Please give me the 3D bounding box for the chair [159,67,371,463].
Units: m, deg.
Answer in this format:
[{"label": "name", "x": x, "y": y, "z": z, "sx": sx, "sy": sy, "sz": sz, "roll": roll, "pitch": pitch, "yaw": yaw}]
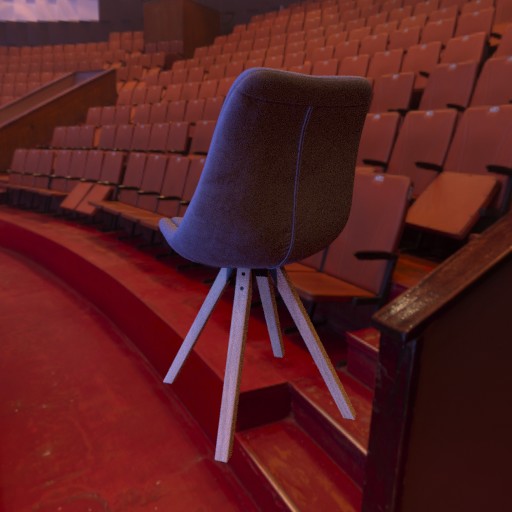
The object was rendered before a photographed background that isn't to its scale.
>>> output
[{"label": "chair", "x": 0.000, "y": 0.000, "z": 1.207, "sx": 0.483, "sy": 0.865, "sz": 0.547, "roll": -7, "pitch": 15, "yaw": -26}]
